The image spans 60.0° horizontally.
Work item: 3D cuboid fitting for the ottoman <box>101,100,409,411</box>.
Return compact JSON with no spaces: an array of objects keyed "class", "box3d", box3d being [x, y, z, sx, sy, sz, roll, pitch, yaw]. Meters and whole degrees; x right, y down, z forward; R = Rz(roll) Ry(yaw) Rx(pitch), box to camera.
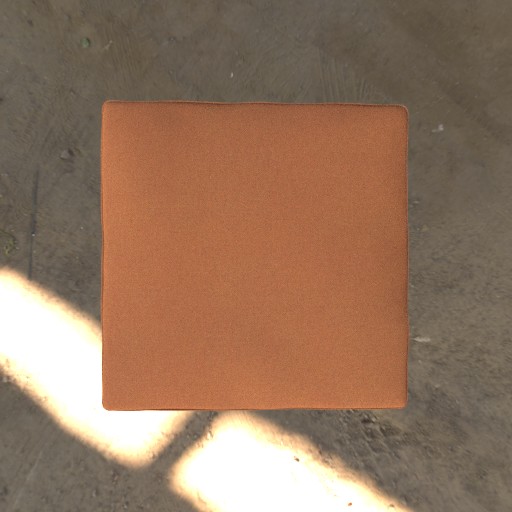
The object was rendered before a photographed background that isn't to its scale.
[{"class":"ottoman","box3d":[0.000,0.000,1.578,0.999,0.438,0.997,0,91,-2]}]
